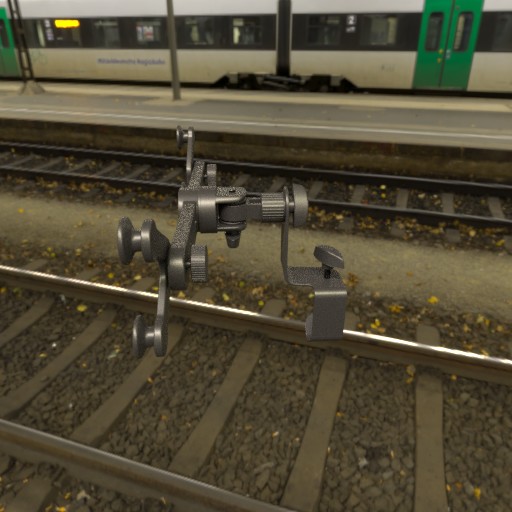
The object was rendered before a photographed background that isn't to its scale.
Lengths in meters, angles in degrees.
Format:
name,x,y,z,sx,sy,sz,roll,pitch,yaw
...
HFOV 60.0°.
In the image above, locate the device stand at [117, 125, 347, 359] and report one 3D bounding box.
name,x,y,z,sx,sy,sz,roll,pitch,yaw
device stand,0.000,0.000,0.362,0.142,0.166,0.270,-1,26,-2
